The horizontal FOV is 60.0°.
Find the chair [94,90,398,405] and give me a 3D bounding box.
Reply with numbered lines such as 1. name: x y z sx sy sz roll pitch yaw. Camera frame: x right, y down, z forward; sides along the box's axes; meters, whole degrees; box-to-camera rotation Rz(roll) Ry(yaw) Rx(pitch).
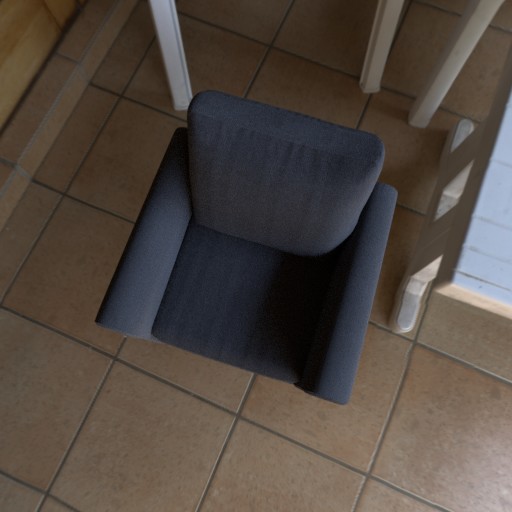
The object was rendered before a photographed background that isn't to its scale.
1. chair: 0.000 0.000 1.642 0.867 0.942 0.828 17 76 4
